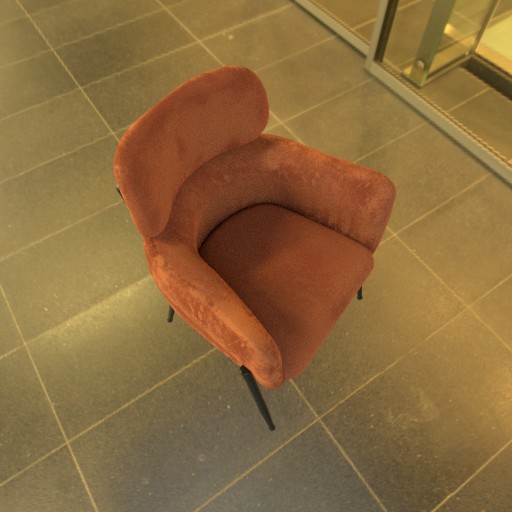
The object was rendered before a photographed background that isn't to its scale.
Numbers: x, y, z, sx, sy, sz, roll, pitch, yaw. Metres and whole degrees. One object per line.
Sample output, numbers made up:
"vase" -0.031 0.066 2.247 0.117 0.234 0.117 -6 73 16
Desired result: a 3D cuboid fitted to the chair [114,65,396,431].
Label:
"chair" 0.000 0.000 1.153 0.523 0.772 0.561 32 64 18
